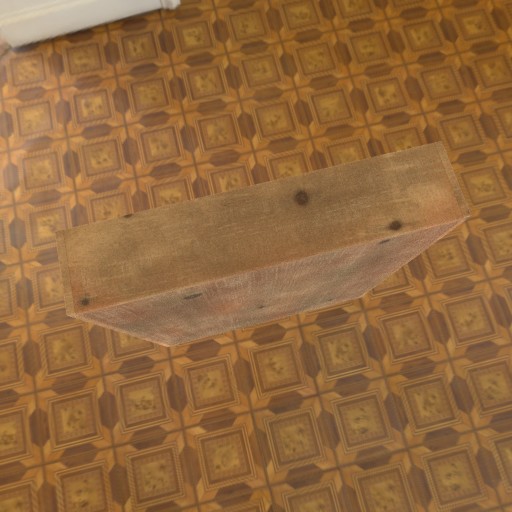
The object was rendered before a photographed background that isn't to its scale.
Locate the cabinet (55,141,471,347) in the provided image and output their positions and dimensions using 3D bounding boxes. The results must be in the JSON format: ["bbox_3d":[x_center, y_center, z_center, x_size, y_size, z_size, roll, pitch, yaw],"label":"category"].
[{"bbox_3d":[0.000,0.000,0.825,0.489,0.590,0.184,-14,75,-4],"label":"cabinet"}]
